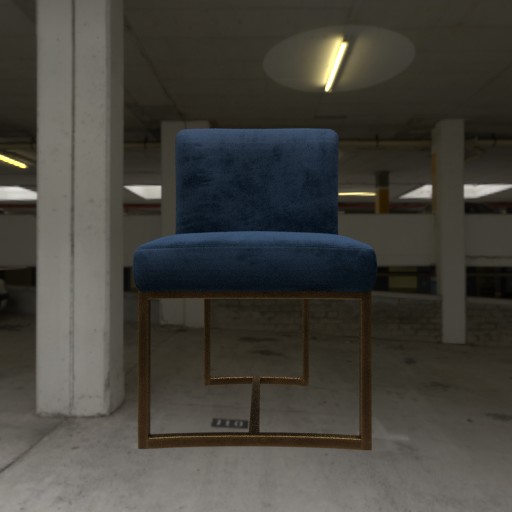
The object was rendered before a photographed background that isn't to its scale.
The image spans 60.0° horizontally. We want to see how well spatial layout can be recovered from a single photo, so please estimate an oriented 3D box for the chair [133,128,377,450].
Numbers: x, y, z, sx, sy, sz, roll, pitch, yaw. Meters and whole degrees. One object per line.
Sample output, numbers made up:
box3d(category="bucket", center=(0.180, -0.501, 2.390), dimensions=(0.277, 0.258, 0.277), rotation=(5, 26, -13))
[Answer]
box3d(category="chair", center=(0.000, 0.000, 1.197), dimensions=(0.530, 0.824, 0.560), rotation=(0, 0, 1))
